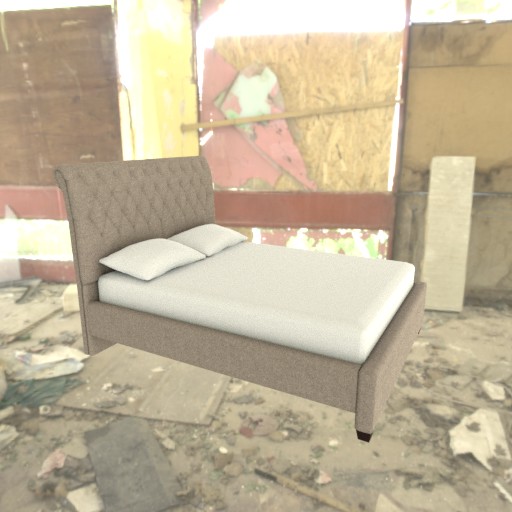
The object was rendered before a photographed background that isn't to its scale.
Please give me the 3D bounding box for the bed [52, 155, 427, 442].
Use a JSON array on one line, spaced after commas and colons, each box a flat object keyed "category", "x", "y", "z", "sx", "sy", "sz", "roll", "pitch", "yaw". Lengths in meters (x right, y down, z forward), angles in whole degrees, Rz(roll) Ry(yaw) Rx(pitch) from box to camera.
[{"category": "bed", "x": 0.000, "y": 0.000, "z": 3.328, "sx": 2.252, "sy": 1.371, "sz": 1.645, "roll": 8, "pitch": 17, "yaw": 28}]
